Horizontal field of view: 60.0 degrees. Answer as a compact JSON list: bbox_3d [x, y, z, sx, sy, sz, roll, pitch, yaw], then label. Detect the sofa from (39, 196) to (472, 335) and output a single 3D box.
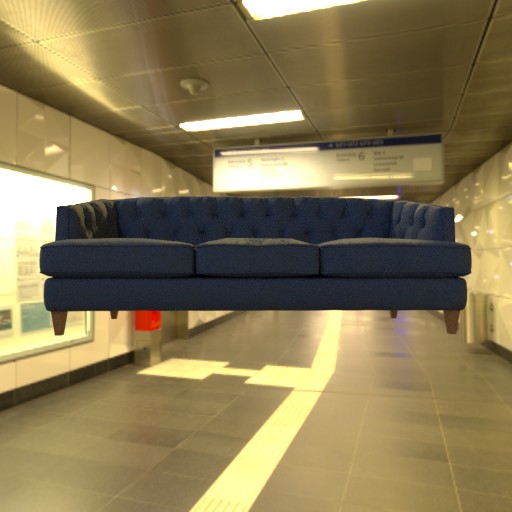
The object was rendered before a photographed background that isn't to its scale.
[{"bbox_3d":[0.000,0.000,2.738,2.278,0.855,0.941,0,-1,-1],"label":"sofa"}]
